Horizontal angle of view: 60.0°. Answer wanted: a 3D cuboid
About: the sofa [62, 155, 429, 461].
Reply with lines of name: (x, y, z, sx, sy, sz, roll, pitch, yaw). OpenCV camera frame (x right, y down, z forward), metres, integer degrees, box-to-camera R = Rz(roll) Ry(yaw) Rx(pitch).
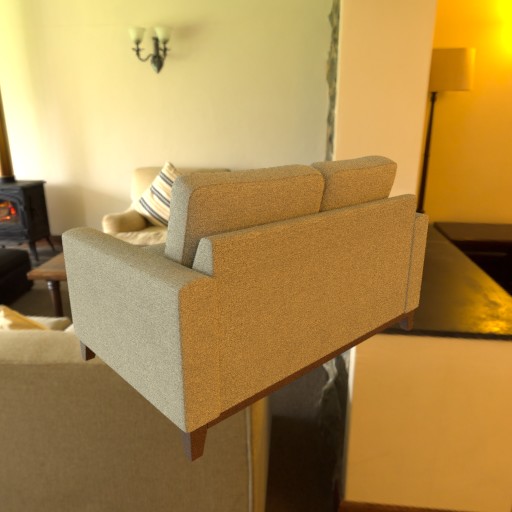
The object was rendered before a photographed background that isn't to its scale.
sofa: (0.000, 0.000, 2.029, 1.420, 0.873, 0.917, -15, 23, -40)
